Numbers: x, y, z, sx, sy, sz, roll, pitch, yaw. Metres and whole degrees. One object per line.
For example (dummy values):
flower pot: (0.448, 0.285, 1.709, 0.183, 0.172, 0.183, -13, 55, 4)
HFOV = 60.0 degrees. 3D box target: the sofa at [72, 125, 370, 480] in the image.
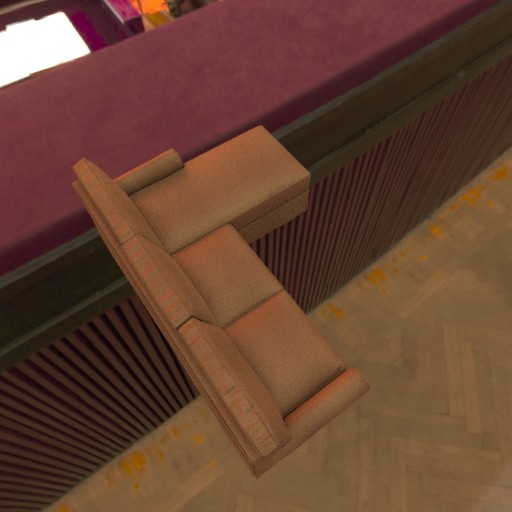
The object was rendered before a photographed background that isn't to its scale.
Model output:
sofa: (0.000, 0.000, 3.340, 1.733, 0.978, 2.475, -31, 64, -17)
